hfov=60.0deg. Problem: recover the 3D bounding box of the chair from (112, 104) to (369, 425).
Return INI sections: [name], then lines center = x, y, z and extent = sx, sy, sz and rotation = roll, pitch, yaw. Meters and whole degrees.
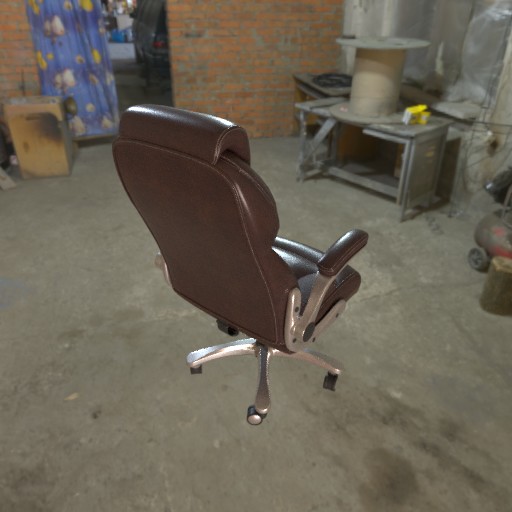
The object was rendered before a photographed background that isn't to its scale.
[chair]
center = 0.000, 0.000, 1.652
extent = 0.733, 1.160, 0.774
rotation = 22, 37, 33
